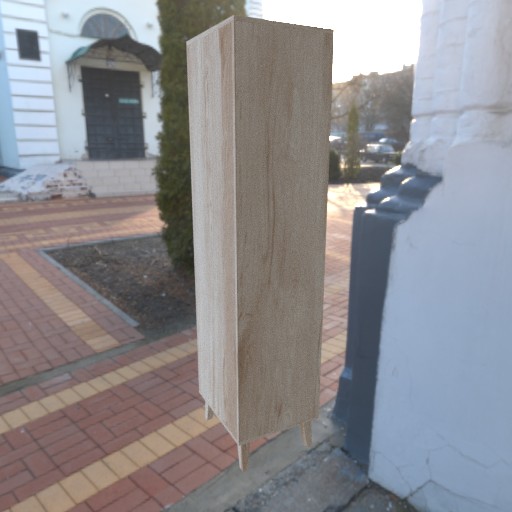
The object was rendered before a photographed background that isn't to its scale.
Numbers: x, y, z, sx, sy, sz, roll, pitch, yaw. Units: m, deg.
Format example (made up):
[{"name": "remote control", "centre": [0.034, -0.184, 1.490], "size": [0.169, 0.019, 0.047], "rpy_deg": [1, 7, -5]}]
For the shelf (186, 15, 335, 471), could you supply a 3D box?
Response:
[{"name": "shelf", "centre": [0.000, 0.000, 2.156], "size": [0.450, 1.960, 0.510], "rpy_deg": [-8, 17, -27]}]
